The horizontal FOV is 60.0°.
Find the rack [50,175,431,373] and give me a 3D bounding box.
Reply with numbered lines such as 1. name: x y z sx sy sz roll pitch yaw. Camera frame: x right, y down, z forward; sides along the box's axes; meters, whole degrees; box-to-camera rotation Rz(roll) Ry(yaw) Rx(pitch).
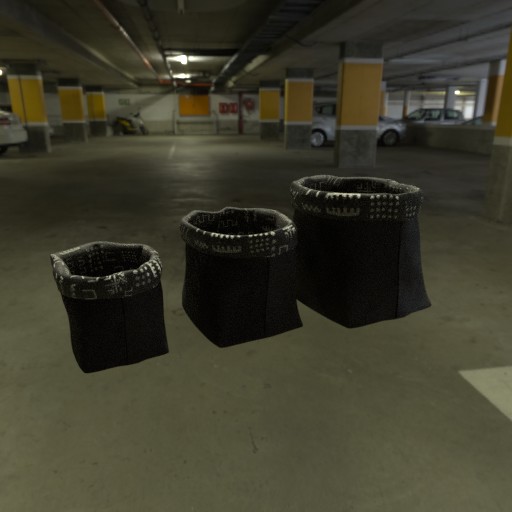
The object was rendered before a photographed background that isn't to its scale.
1. rack: 0.000 0.000 1.085 0.905 0.323 0.379 -9 20 -25
